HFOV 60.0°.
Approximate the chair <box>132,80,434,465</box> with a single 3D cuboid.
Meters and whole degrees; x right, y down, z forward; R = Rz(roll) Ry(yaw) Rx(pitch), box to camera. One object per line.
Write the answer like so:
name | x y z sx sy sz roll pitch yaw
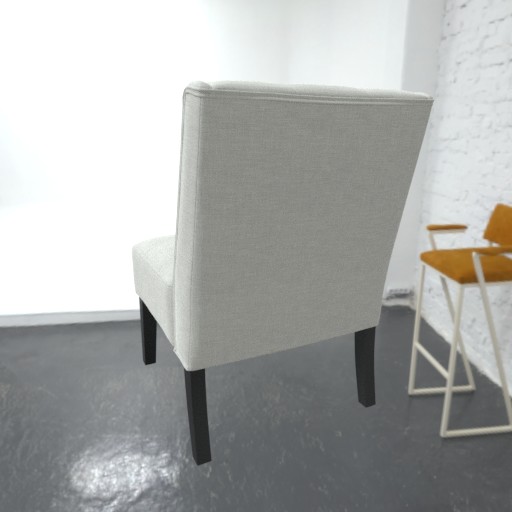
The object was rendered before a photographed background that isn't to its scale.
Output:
chair | 0.000 0.000 1.248 0.569 0.853 0.676 -8 17 -26
